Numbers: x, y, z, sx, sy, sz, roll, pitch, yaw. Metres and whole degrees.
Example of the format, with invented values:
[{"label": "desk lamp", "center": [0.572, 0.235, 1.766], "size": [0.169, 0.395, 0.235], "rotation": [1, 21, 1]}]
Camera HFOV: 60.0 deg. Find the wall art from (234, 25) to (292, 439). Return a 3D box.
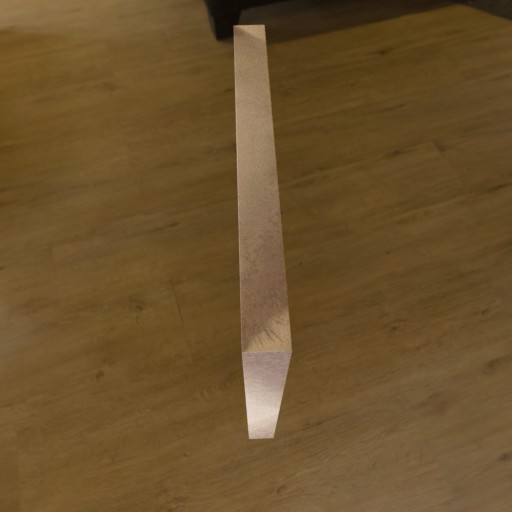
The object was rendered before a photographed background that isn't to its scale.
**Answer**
[{"label": "wall art", "center": [0.000, 0.000, 0.451], "size": [0.028, 0.303, 0.303], "rotation": [-2, 59, -1]}]
